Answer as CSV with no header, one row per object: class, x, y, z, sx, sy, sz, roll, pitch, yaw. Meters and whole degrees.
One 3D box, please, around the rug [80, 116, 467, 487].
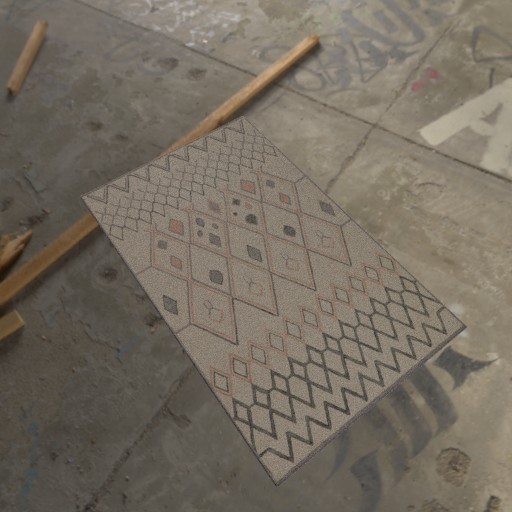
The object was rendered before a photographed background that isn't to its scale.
rug,0.000,0.000,3.082,1.524,0.015,2.438,-32,63,-18
